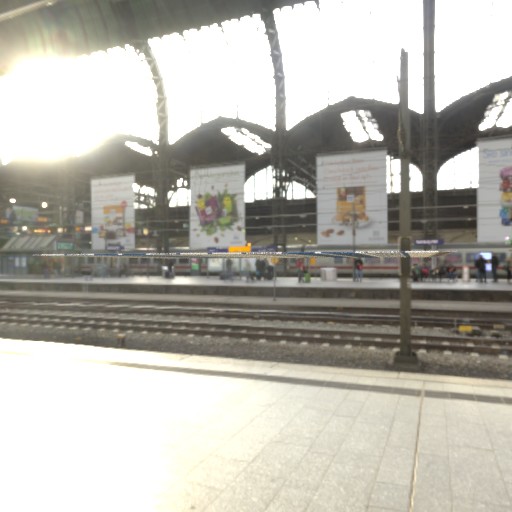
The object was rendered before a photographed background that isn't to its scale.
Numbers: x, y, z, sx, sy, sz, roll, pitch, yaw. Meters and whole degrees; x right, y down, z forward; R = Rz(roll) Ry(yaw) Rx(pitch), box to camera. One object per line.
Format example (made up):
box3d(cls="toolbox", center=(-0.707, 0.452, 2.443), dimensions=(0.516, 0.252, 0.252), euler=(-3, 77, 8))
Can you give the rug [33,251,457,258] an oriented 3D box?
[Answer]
box3d(cls="rug", center=(0.000, 0.000, 3.086), dimensions=(2.441, 0.010, 1.532), euler=(0, -1, 20))
